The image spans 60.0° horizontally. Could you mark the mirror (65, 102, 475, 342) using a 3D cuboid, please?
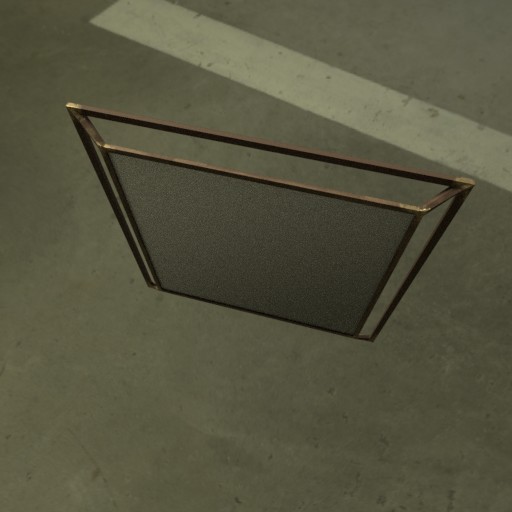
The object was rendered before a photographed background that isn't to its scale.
[{"bbox_3d":[0.000,0.000,0.898,0.610,0.610,0.032,13,60,8],"label":"mirror"}]
